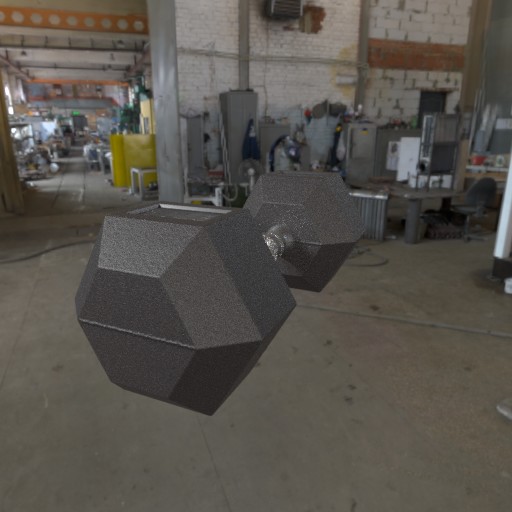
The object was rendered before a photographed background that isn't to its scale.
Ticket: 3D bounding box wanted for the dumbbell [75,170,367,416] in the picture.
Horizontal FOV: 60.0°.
[{"bbox_3d":[0.000,0.000,0.401,0.142,0.123,0.337,8,19,24],"label":"dumbbell"}]
